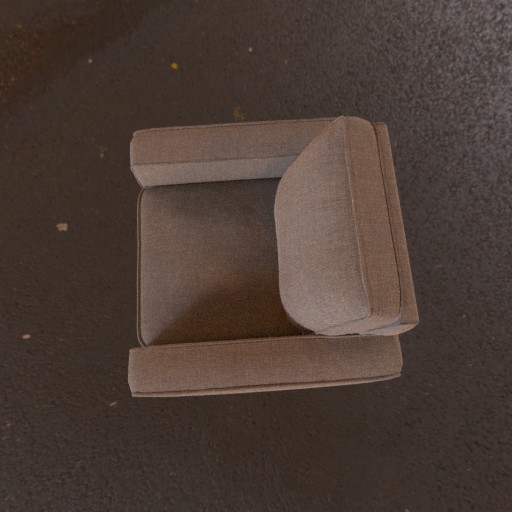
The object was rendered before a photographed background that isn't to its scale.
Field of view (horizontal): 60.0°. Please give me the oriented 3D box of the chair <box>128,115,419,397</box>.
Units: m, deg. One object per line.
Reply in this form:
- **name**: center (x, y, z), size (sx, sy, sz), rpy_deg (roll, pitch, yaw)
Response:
- **chair**: center (0.000, 0.000, 1.735), size (0.940, 0.914, 1.016), rpy_deg (-4, 75, -1)
